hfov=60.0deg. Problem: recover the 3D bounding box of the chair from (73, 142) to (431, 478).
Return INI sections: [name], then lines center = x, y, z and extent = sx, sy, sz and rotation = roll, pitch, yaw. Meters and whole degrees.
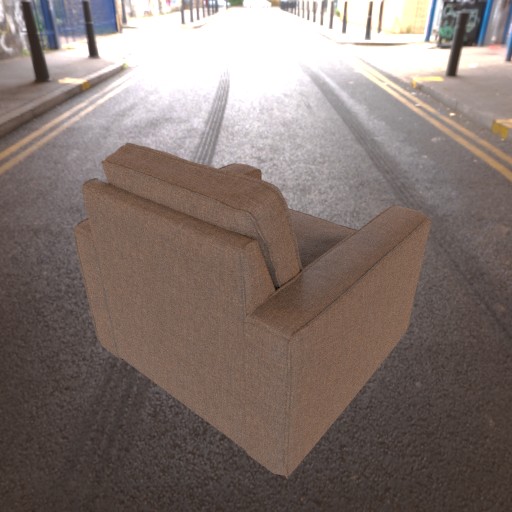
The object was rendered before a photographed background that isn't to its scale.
[chair]
center = 0.000, 0.000, 1.712
extent = 1.016, 0.914, 0.940
rotation = 23, 37, 33
